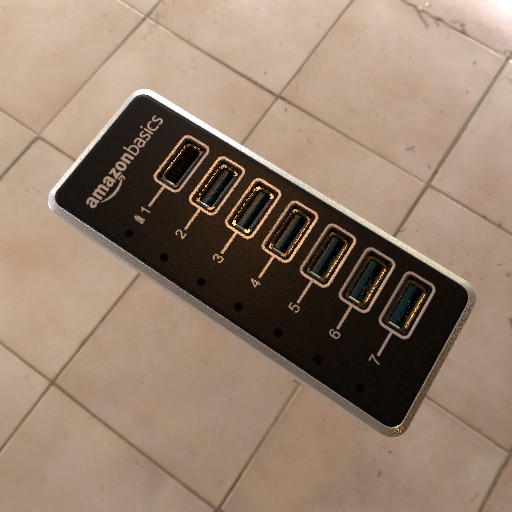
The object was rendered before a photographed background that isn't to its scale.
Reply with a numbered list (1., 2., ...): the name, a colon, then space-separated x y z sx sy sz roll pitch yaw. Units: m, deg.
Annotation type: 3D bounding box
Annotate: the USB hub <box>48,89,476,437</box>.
1. USB hub: 0.000 0.000 0.126 0.110 0.023 0.044 33 78 8
